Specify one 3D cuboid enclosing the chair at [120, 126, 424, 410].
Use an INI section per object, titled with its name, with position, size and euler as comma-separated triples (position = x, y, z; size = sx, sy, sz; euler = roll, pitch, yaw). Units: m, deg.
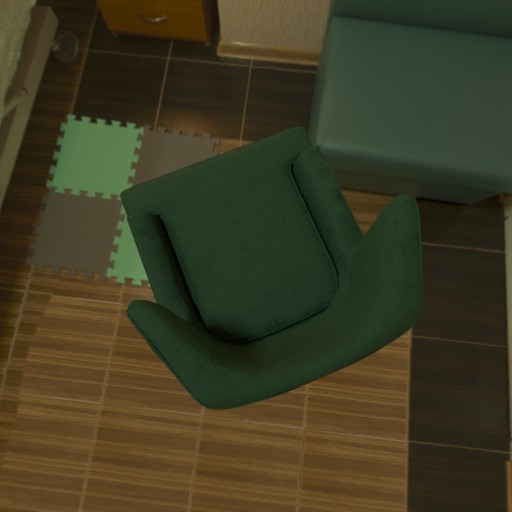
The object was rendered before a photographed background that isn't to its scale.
[chair]
position = 0.000, 0.000, 1.593
size = 0.793, 0.952, 0.910
euler = -22, 76, -6
